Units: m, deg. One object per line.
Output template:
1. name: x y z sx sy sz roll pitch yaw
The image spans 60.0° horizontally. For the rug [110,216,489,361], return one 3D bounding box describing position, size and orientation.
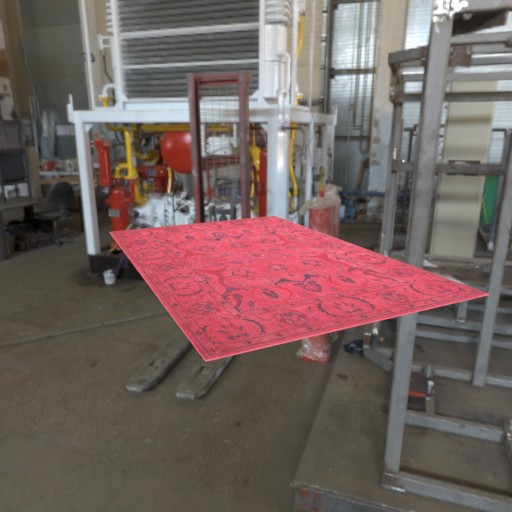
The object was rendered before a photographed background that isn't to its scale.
1. rug: 0.000 0.000 2.313 1.209 0.008 1.814 -8 18 -25
